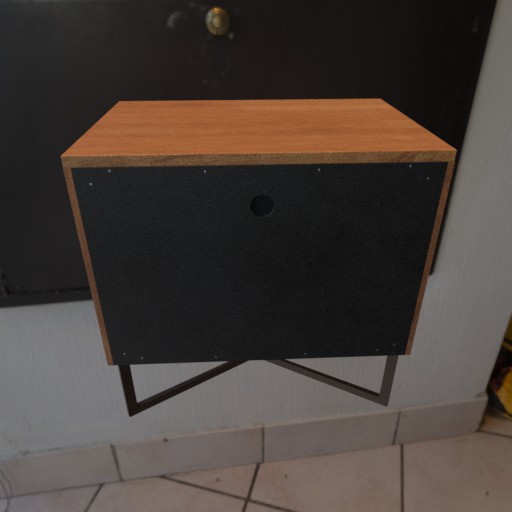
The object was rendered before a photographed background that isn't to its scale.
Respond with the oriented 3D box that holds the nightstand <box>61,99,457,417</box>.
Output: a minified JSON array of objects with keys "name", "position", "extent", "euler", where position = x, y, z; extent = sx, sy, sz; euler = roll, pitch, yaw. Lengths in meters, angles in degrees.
[{"name":"nightstand","position":[0.000,0.000,1.021],"extent":[0.613,0.615,0.427],"euler":[-1,30,-2]}]
